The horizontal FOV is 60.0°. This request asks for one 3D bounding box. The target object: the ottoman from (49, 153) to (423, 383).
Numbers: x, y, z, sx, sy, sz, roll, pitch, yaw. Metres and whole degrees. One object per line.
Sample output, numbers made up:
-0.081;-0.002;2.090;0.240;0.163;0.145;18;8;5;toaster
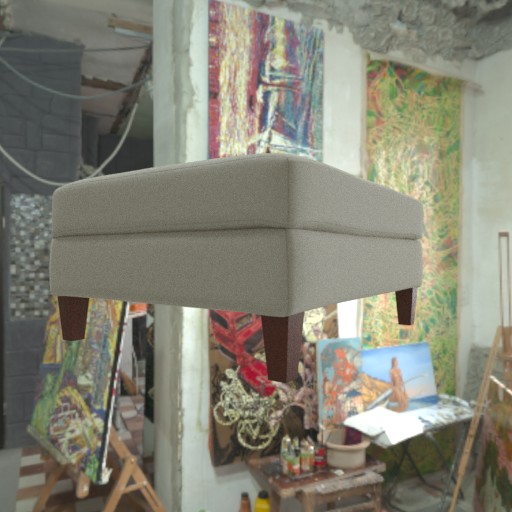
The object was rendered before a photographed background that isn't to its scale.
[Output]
0.000;0.000;1.449;0.836;0.492;0.976;0;0;35;ottoman
